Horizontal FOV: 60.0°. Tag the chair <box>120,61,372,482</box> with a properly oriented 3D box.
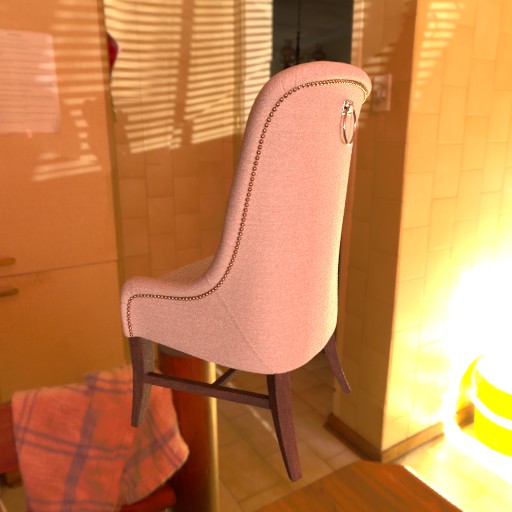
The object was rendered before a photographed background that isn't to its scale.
[{"bbox_3d":[0.000,0.000,1.416,0.629,1.091,0.634,8,16,27],"label":"chair"}]
